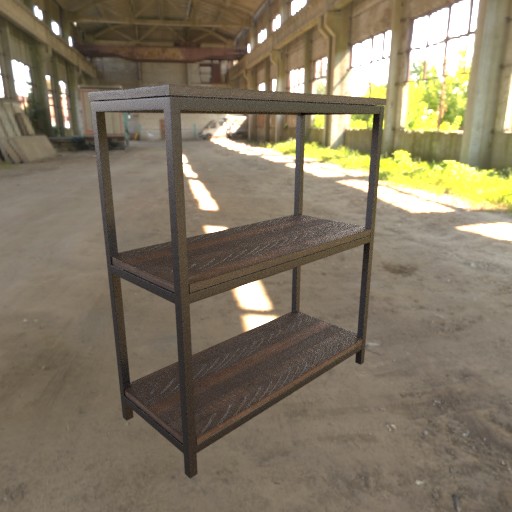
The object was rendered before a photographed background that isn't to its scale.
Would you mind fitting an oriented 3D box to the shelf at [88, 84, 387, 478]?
[{"bbox_3d":[0.000,0.000,1.392,0.822,0.947,0.352,-16,23,-42],"label":"shelf"}]
